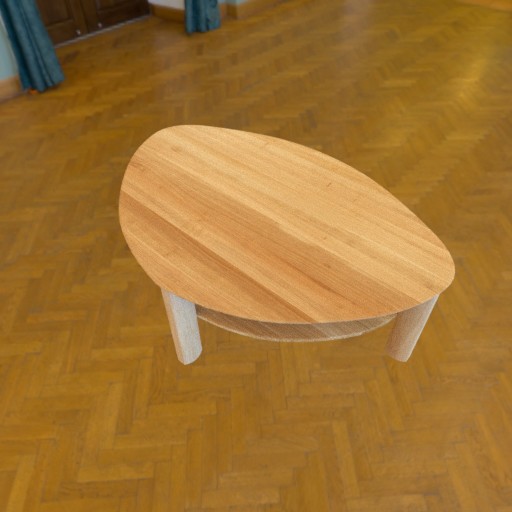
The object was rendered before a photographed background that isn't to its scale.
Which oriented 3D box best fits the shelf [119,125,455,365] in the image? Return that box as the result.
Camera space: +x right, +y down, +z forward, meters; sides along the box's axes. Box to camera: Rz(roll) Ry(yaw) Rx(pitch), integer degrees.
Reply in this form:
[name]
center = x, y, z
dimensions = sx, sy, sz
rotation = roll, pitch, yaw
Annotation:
[shelf]
center = 0.000, 0.000, 1.626
dimensions = 1.246, 0.440, 0.845
rotation = 32, 54, 26
